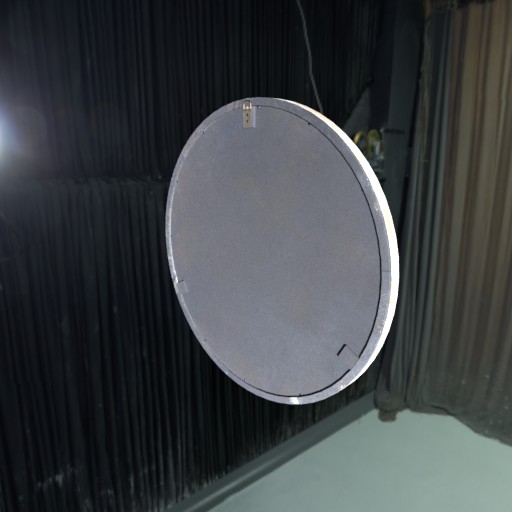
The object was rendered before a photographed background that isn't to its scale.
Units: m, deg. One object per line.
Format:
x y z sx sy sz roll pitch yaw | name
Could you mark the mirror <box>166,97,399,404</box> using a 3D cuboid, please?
0.000 0.000 1.055 0.710 0.710 0.038 13 19 43 | mirror
